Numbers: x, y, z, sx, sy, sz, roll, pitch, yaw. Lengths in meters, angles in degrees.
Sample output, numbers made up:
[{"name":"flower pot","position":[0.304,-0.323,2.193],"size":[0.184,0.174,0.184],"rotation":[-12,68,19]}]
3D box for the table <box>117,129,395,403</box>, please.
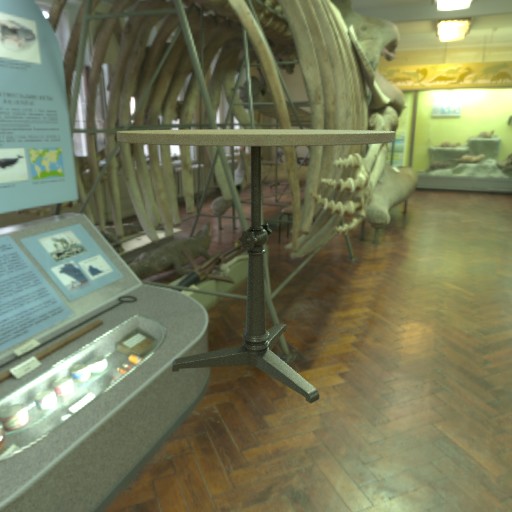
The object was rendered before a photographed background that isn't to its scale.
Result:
[{"name":"table","position":[0.000,0.000,1.438],"size":[0.800,0.780,0.800],"rotation":[0,17,0]}]
